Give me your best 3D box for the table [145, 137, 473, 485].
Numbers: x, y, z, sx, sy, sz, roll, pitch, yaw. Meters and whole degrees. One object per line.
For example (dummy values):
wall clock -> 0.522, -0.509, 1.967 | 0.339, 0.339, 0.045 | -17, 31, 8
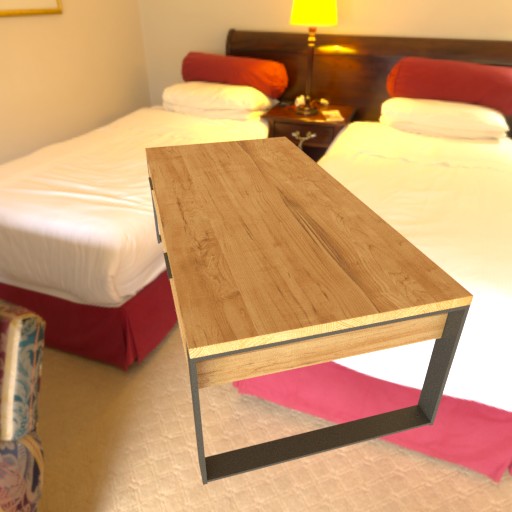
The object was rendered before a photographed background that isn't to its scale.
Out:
table -> 0.000, 0.000, 1.424 | 0.590, 0.400, 1.180 | -8, 32, -13
